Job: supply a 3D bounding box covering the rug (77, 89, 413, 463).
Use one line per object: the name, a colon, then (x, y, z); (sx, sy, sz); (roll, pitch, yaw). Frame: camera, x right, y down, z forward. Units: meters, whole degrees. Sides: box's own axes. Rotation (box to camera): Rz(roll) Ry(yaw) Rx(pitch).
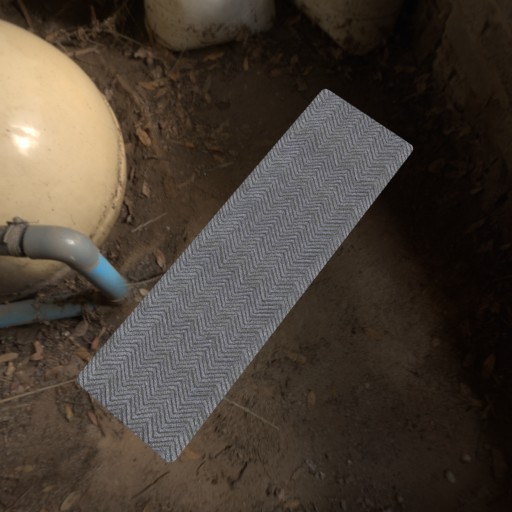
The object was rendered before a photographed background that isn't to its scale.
rug: (0.000, 0.000, 2.551); (0.686, 0.008, 2.286); (37, 78, 9)
